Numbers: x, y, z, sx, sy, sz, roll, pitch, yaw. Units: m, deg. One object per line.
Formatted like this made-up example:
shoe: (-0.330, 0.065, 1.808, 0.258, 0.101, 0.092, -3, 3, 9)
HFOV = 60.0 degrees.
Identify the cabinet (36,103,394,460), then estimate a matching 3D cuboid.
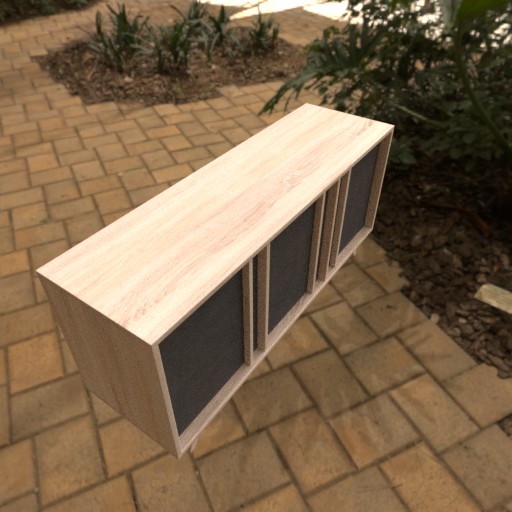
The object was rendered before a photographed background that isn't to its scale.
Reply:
cabinet: (0.000, 0.000, 2.021, 0.500, 0.780, 1.650, 24, 46, 26)
